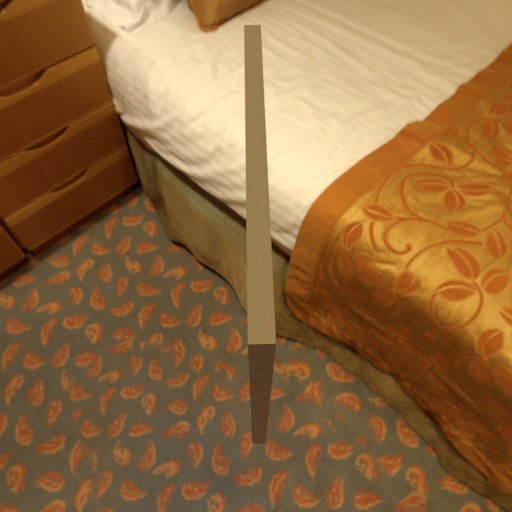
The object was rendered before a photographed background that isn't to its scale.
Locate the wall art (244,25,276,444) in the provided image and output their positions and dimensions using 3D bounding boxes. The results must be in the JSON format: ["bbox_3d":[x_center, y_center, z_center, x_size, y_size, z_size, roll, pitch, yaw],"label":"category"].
[{"bbox_3d":[0.000,0.000,1.123,0.038,0.758,0.761,-1,58,-1],"label":"wall art"}]
